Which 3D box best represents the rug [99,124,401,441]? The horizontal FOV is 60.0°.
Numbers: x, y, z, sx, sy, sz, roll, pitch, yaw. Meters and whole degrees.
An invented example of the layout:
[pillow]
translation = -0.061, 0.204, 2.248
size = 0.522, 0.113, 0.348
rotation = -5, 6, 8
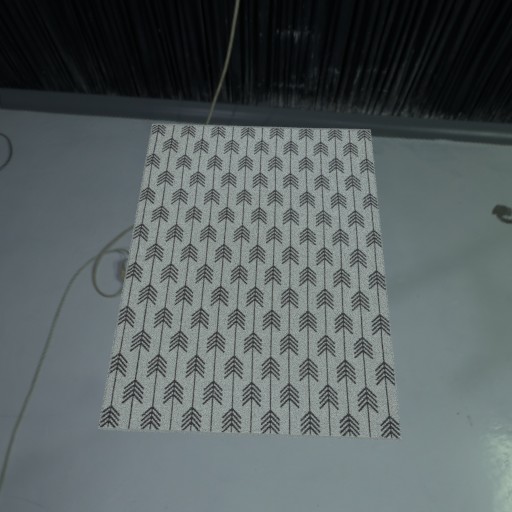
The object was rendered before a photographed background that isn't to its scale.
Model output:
[rug]
translation = 0.000, 0.000, 4.061
size = 2.330, 0.010, 3.061
rotation = 2, 64, 1
